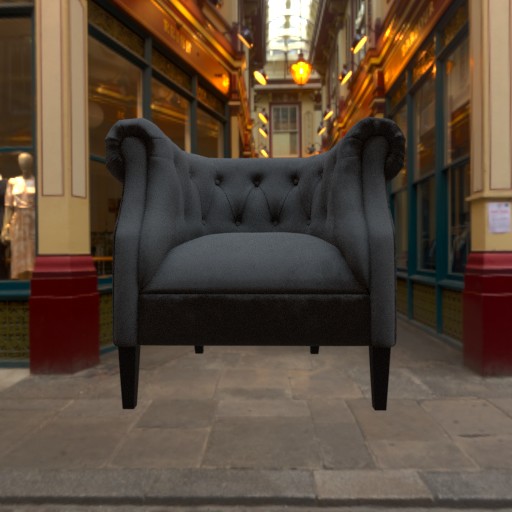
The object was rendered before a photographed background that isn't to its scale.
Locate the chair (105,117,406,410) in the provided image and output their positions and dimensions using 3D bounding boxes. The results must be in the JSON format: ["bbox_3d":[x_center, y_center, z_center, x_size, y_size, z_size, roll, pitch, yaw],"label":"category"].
[{"bbox_3d":[0.000,0.000,1.589,0.904,0.826,0.851,0,1,1],"label":"chair"}]
